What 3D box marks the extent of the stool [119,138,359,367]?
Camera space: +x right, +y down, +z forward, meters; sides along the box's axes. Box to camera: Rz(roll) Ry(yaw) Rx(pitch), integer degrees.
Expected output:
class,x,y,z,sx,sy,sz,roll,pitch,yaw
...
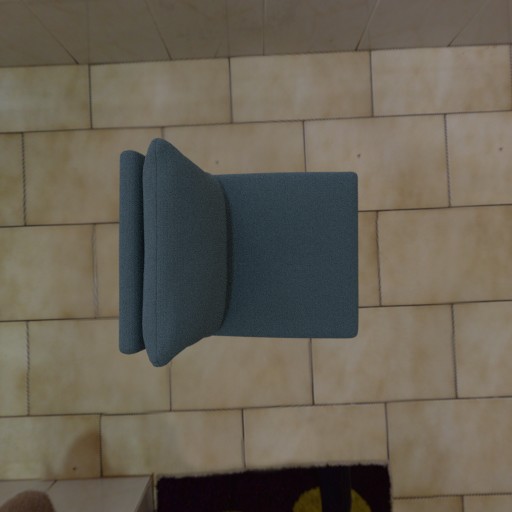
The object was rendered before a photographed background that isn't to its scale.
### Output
class,x,y,z,sx,sy,sz,roll,pitch,yaw
stool,0.000,0.000,1.403,0.568,1.124,0.463,0,89,0
